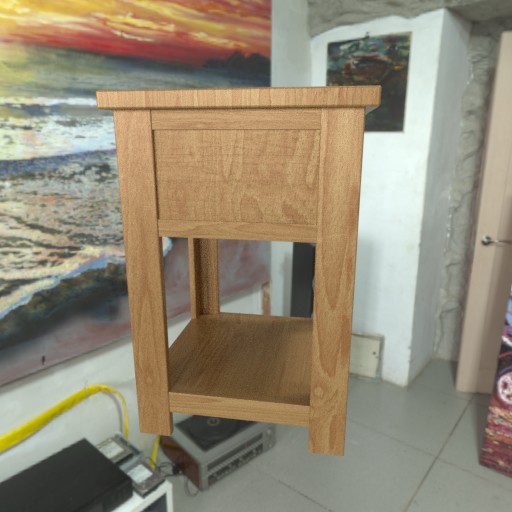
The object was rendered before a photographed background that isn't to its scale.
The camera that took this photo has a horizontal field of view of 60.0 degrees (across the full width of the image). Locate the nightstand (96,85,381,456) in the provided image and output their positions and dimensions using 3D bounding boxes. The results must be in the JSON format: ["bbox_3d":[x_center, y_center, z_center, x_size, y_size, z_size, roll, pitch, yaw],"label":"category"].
[{"bbox_3d":[0.000,0.000,0.916,0.418,0.614,0.428,3,16,9],"label":"nightstand"}]
